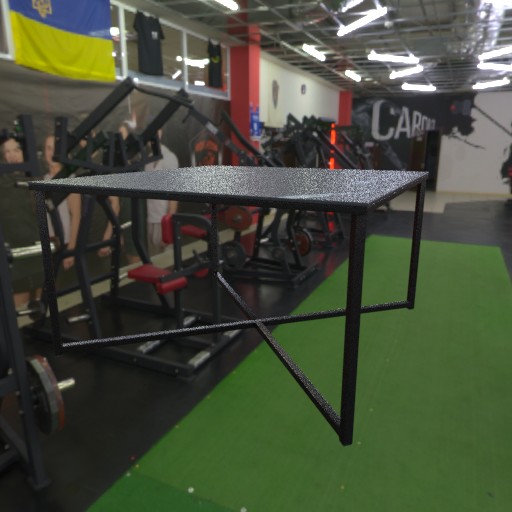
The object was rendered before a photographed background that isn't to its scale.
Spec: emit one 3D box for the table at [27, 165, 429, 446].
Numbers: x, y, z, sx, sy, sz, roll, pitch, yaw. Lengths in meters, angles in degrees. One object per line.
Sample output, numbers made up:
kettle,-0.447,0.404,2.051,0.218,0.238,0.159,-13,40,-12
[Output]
table,0.000,0.000,1.266,0.800,0.450,0.800,7,16,26
